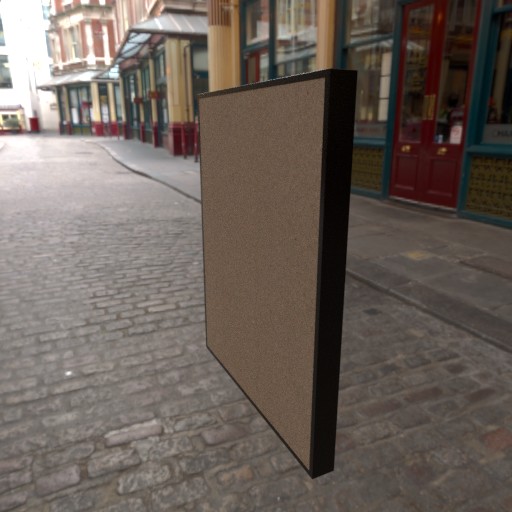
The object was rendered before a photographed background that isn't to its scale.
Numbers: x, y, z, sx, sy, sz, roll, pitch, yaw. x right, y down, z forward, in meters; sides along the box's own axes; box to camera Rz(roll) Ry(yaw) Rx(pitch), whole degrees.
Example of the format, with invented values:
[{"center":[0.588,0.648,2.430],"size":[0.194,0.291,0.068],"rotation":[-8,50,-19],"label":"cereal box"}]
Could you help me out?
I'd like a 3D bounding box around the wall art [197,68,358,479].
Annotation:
[{"center":[0.000,0.000,0.764],"size":[0.038,0.551,0.448],"rotation":[-8,18,-25],"label":"wall art"}]
